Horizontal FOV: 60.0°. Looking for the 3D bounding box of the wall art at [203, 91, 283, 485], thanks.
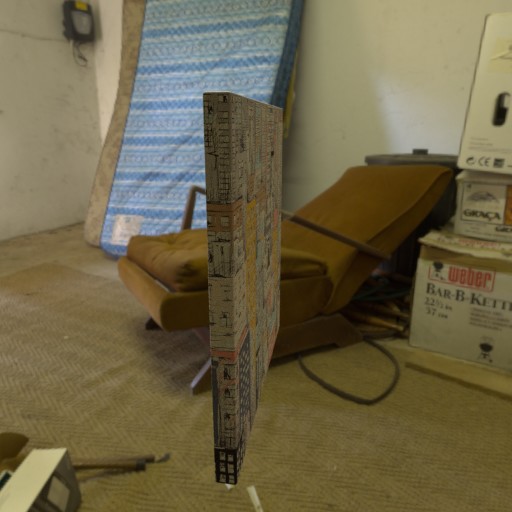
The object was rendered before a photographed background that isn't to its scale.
[{"bbox_3d":[0.000,0.000,0.930,0.038,0.608,0.607,3,17,9],"label":"wall art"}]
